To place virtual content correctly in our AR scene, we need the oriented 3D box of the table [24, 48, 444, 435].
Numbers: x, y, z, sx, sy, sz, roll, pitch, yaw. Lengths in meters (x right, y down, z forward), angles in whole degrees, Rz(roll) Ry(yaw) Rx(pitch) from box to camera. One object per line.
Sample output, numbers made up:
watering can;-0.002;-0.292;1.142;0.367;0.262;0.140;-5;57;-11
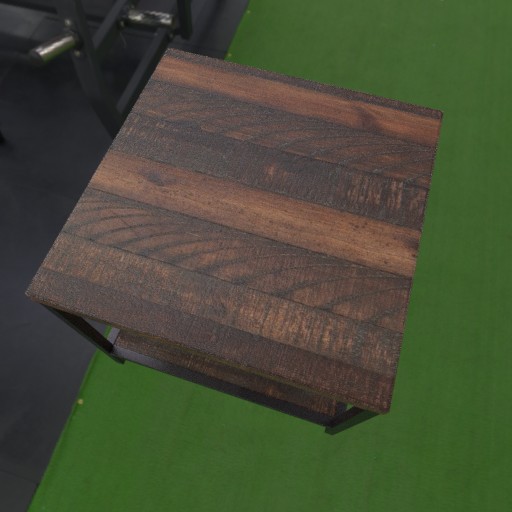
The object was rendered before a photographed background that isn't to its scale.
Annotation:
table;0.000;0.000;0.953;0.548;0.482;0.553;16;65;8
